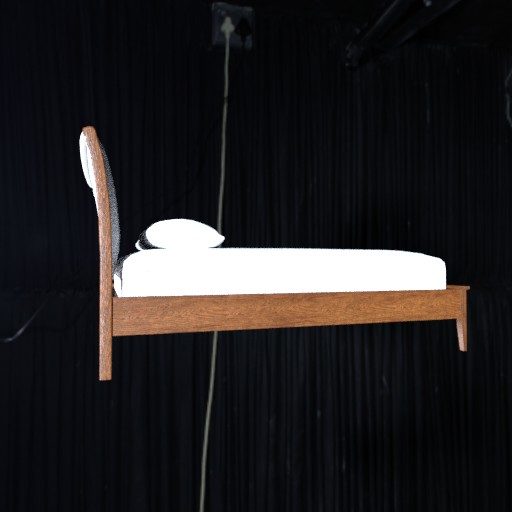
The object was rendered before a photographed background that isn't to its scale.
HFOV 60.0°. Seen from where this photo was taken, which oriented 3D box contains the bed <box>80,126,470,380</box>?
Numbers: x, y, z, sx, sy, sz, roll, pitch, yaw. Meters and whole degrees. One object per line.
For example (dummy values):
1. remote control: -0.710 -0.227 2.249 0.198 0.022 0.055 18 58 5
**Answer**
1. bed: 0.000 0.000 3.256 2.380 1.250 1.612 0 -1 -19
